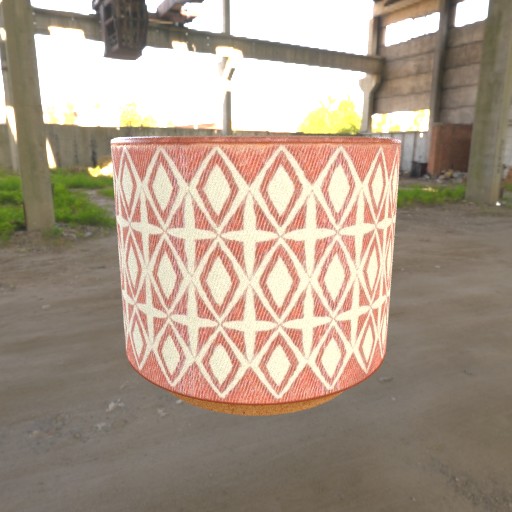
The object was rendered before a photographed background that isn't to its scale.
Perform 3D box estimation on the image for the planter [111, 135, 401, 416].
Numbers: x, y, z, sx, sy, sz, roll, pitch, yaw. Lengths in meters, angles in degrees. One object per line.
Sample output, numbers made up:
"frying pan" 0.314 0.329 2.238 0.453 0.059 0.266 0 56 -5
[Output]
"planter" 0.000 0.000 0.465 0.273 0.237 0.273 0 14 0
